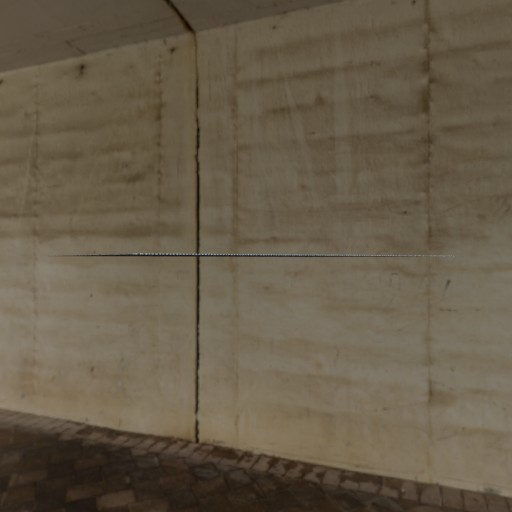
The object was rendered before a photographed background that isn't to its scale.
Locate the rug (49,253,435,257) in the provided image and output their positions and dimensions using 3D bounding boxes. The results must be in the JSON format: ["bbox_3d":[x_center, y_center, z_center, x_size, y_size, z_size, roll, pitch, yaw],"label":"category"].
[{"bbox_3d":[0.000,0.000,2.373,1.835,0.003,1.206,0,0,-36],"label":"rug"}]
